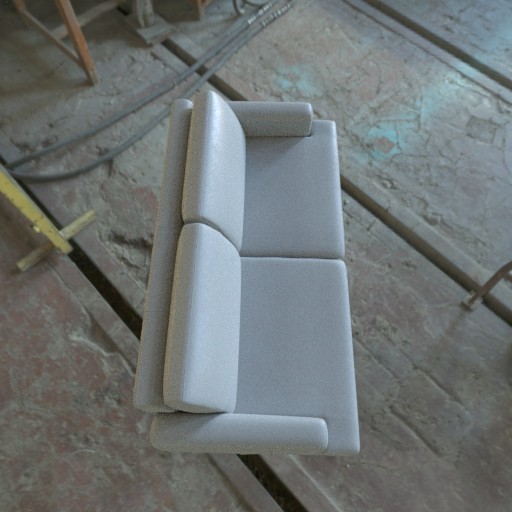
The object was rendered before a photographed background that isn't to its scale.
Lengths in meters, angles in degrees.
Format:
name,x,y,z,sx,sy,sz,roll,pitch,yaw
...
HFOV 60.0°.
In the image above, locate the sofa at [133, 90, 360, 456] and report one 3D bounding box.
name,x,y,z,sx,sy,sz,roll,pitch,yaw
sofa,0.000,0.000,2.370,0.974,0.765,1.940,1,64,0
